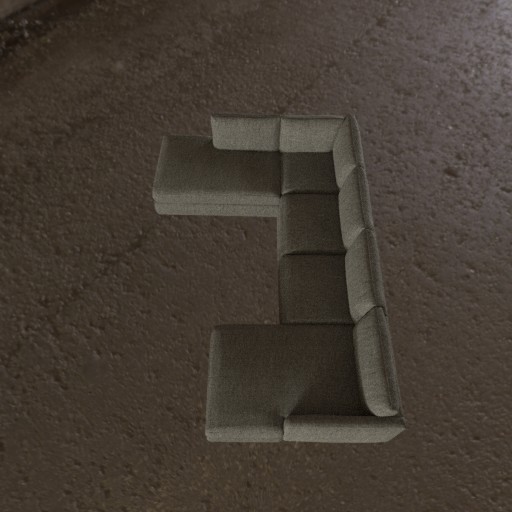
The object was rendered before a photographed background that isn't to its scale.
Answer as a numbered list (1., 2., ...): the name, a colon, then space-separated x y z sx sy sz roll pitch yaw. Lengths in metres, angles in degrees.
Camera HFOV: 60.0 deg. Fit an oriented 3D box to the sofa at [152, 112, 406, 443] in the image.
1. sofa: 0.000 0.000 3.557 1.879 0.756 2.737 1 58 1
